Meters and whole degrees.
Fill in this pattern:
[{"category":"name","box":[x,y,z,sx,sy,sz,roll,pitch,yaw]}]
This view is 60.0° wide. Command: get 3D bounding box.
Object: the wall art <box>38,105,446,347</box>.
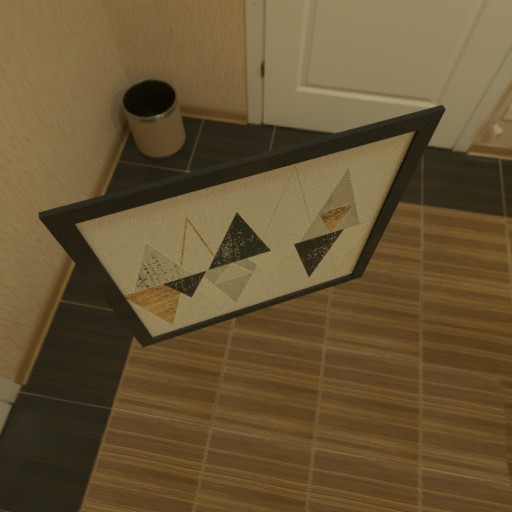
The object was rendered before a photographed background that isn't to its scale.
[{"category":"wall art","box":[0.000,0.000,1.221,0.823,0.823,0.013,-17,64,-9]}]
